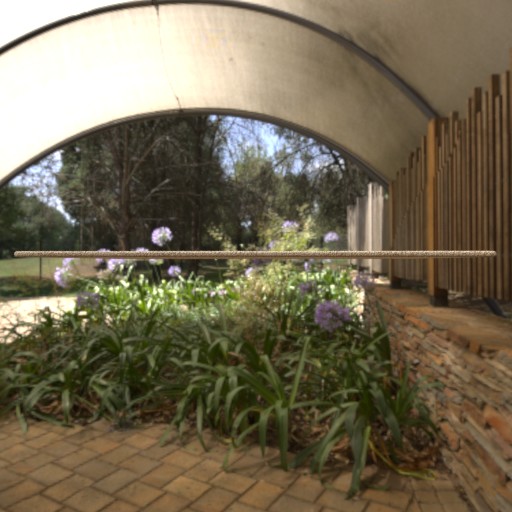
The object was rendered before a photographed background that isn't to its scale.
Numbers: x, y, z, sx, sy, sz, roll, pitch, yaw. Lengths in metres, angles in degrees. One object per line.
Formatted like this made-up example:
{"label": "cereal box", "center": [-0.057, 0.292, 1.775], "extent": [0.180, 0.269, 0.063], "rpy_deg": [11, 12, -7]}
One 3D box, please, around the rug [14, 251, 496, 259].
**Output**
{"label": "rug", "center": [0.000, 0.000, 2.985], "extent": [2.438, 0.030, 1.524], "rpy_deg": [0, -1, 2]}
